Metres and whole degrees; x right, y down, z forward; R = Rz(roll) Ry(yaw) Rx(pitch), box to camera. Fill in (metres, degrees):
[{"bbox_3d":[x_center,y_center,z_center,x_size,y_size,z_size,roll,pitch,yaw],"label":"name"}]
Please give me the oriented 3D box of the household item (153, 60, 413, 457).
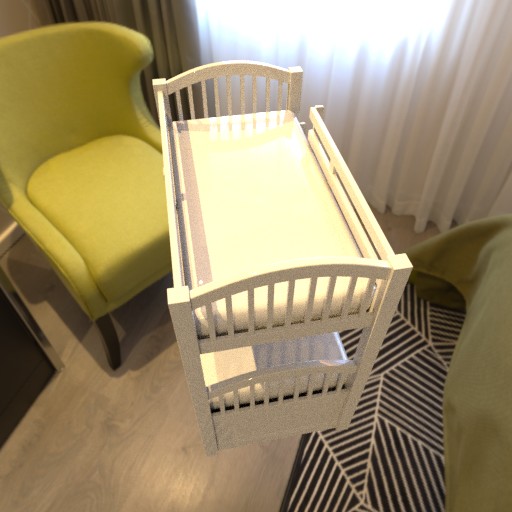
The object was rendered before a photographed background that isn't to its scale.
[{"bbox_3d":[0.000,0.000,3.293,1.143,2.032,2.032,-8,48,-7],"label":"household item"}]
